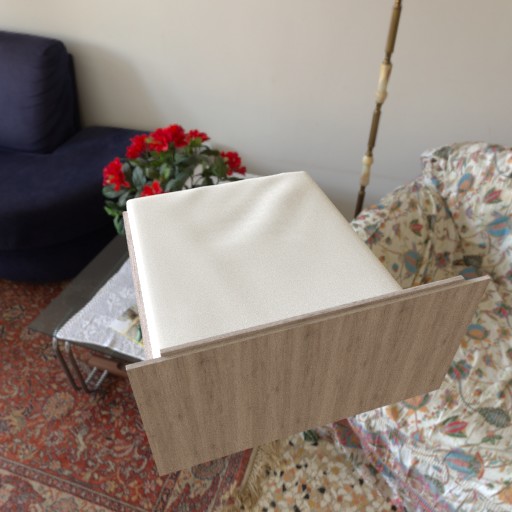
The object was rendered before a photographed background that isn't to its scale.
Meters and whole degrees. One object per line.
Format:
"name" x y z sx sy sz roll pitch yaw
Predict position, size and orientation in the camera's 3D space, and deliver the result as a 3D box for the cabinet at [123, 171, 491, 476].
"cabinet" 0.000 0.000 3.024 1.750 0.970 2.080 -12 42 -14
